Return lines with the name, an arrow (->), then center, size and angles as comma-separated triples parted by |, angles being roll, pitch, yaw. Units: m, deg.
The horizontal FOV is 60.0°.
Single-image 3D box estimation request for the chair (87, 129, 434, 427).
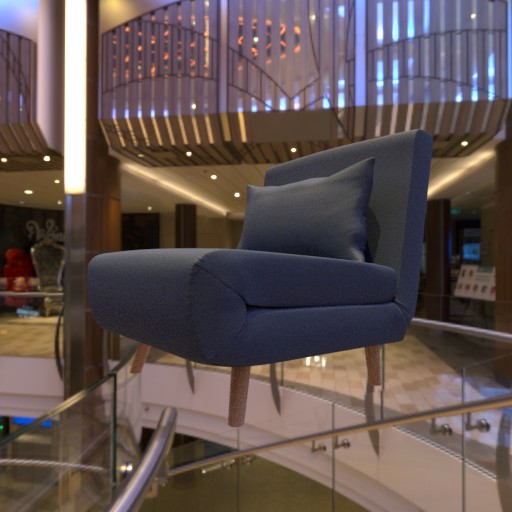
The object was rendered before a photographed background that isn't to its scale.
chair -> 0.000, 0.000, 1.462 | 0.900, 0.808, 0.770 | 0, -1, -37
